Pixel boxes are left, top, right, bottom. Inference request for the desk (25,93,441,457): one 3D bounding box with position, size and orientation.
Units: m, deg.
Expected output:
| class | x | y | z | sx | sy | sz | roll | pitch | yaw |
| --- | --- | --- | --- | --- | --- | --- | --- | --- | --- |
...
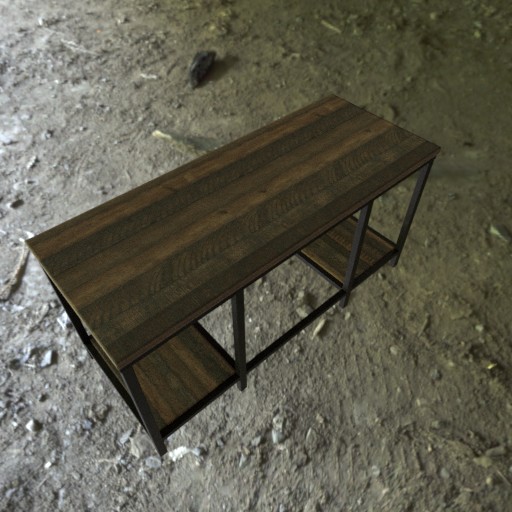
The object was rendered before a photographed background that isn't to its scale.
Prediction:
| class | x | y | z | sx | sy | sz | roll | pitch | yaw |
| --- | --- | --- | --- | --- | --- | --- | --- | --- | --- |
| desk | 0.000 | 0.000 | 1.959 | 1.538 | 0.753 | 0.617 | -33 | 55 | -27 |
